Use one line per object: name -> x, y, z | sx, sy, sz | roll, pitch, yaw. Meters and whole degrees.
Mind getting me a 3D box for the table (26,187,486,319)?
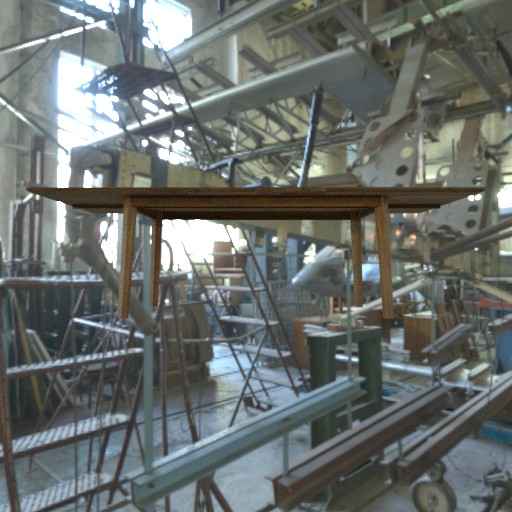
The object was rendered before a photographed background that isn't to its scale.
table -> 0.000, 0.000, 2.998 | 2.603, 0.752, 1.000 | 0, -2, 0
